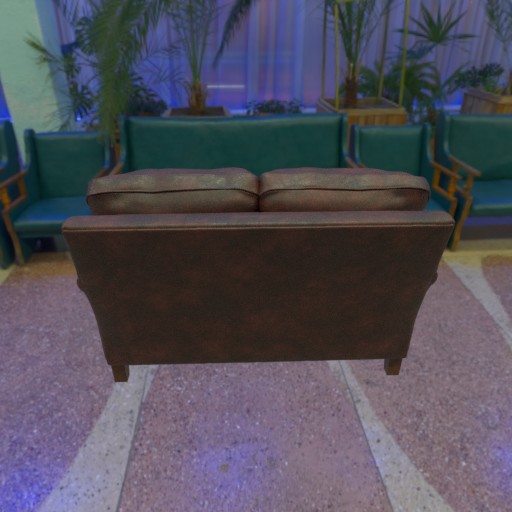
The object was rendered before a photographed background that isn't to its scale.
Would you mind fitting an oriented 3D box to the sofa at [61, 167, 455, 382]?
[{"bbox_3d":[0.000,0.000,2.380,1.628,1.070,1.148,-1,29,-2],"label":"sofa"}]
